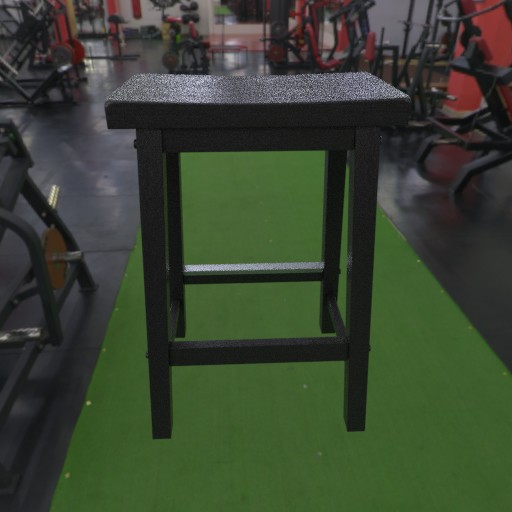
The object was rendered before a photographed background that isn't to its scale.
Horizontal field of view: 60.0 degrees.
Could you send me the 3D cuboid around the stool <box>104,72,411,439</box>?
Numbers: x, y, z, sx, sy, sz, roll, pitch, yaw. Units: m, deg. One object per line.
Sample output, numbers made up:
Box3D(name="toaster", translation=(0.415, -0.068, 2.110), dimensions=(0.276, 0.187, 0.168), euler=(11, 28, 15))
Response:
Box3D(name="stool", translation=(0.000, 0.000, 0.830), dimensions=(0.406, 0.610, 0.322), euler=(-1, 31, -2))
